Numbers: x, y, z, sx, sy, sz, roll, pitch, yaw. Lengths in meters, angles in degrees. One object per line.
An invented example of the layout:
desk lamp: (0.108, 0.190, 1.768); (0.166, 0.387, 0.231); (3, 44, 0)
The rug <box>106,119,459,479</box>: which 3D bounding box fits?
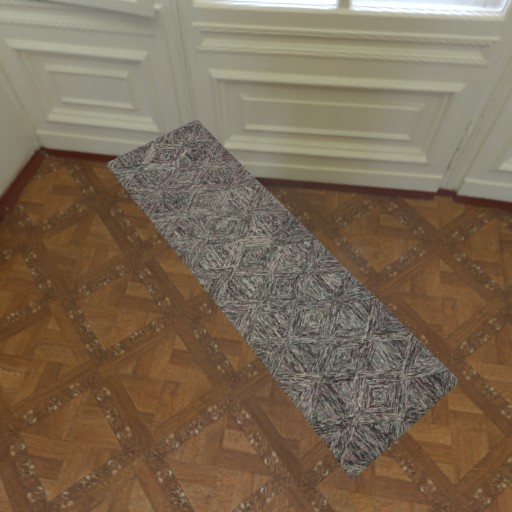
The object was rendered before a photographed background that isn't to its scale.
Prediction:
rug: (0.000, 0.000, 2.489); (0.719, 0.013, 2.305); (-33, 63, -19)
